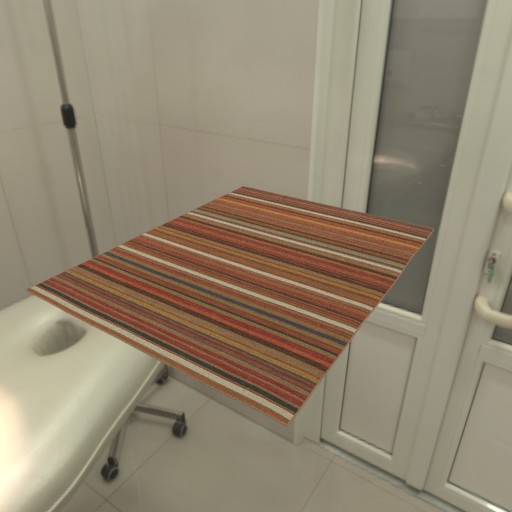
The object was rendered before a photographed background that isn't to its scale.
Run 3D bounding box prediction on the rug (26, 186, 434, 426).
[{"bbox_3d":[0.000,0.000,4.132,2.479,0.023,3.092,18,33,30],"label":"rug"}]
